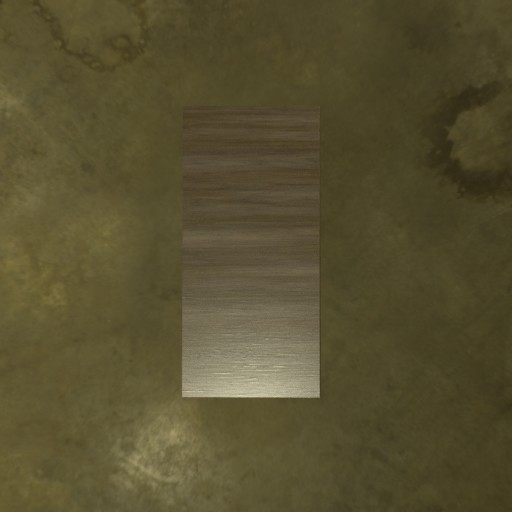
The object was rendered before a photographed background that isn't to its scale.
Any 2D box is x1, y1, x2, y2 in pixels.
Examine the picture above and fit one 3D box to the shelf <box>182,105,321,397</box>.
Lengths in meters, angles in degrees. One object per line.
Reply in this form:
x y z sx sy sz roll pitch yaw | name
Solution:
0.000 0.000 1.790 0.323 1.545 0.670 0 89 1 | shelf
